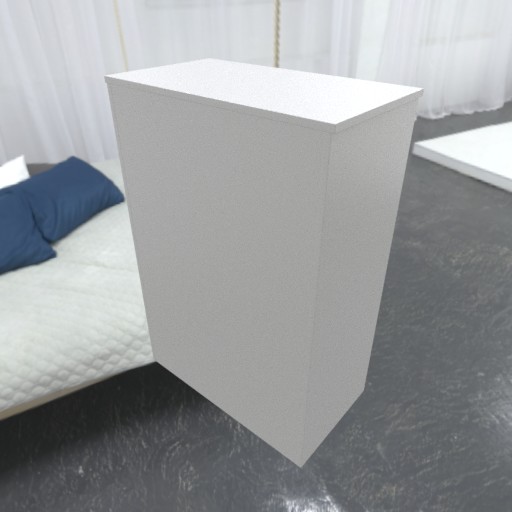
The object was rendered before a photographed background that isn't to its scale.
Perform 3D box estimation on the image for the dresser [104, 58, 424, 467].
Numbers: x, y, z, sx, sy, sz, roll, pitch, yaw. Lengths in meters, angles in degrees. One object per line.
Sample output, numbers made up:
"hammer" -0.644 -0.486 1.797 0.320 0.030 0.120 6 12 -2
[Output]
"dresser" 0.000 0.000 1.368 0.704 1.021 0.401 24 39 33
